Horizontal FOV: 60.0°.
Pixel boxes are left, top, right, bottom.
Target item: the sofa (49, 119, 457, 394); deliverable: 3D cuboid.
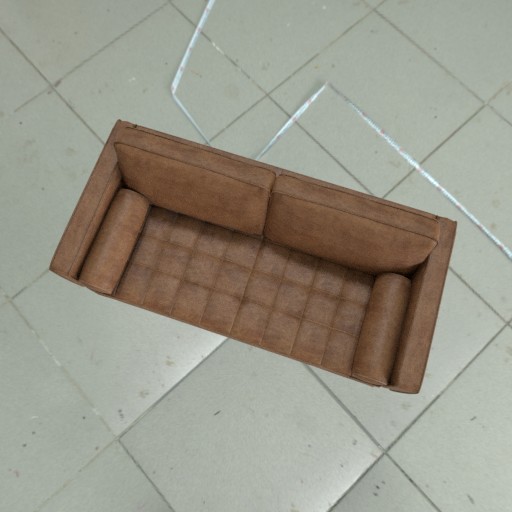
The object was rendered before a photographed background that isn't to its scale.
[{"bbox_3d":[0.000,0.000,2.433,1.920,0.825,0.924,18,76,5],"label":"sofa"}]
